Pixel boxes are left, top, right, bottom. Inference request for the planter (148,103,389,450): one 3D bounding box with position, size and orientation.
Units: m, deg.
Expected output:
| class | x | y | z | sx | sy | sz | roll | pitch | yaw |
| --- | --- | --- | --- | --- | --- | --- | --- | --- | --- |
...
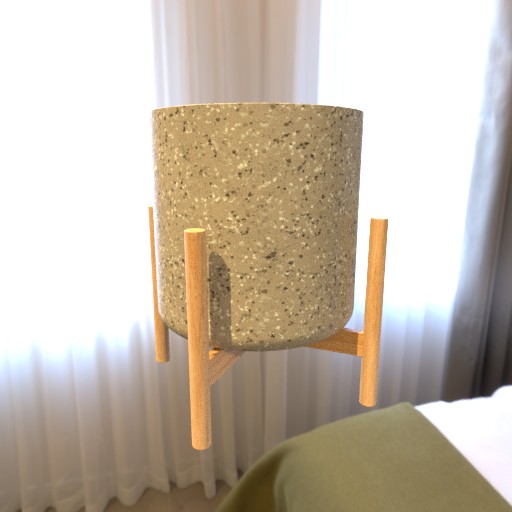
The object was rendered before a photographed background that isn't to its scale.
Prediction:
| class | x | y | z | sx | sy | sz | roll | pitch | yaw |
| --- | --- | --- | --- | --- | --- | --- | --- | --- | --- |
| planter | 0.000 | 0.000 | 0.686 | 0.360 | 0.419 | 0.360 | -13 | 18 | -43 |
